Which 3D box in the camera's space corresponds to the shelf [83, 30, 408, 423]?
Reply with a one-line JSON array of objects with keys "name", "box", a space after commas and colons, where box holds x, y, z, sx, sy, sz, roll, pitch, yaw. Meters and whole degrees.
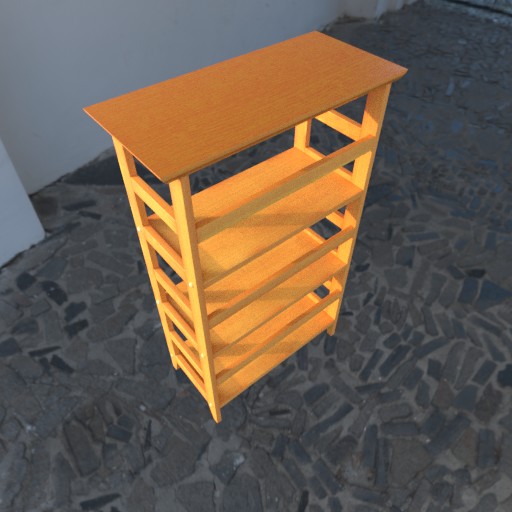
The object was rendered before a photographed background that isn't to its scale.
[{"name": "shelf", "box": [0.000, 0.000, 1.351, 0.660, 1.067, 0.305, -31, 54, -26]}]
